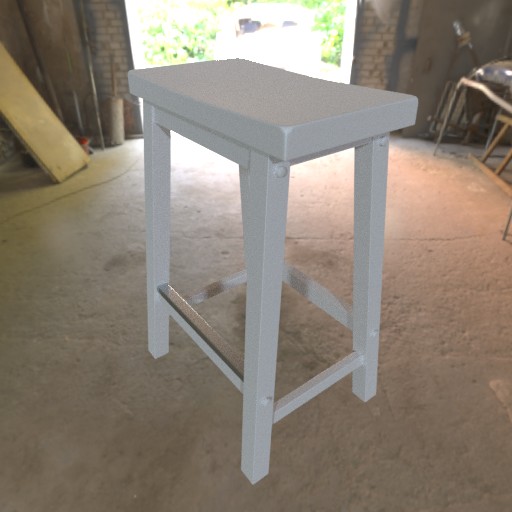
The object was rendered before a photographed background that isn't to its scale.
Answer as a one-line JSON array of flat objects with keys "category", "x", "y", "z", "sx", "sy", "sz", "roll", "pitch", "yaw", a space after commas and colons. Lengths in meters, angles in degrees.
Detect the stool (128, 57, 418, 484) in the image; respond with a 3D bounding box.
[{"category": "stool", "x": 0.000, "y": 0.000, "z": 0.817, "sx": 0.322, "sy": 0.610, "sz": 0.406, "roll": -22, "pitch": 39, "yaw": -31}]
